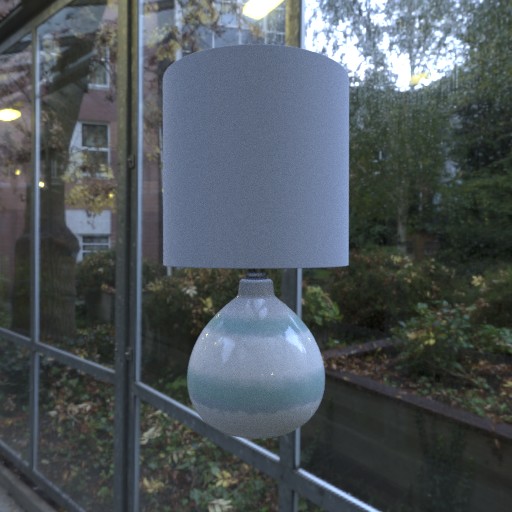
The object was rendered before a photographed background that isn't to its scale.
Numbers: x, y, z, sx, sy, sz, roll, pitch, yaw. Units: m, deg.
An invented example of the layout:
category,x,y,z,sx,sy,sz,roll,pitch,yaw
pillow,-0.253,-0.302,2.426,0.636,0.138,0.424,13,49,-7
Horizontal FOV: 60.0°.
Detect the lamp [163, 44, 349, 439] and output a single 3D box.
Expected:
category,x,y,z,sx,sy,sz,roll,pitch,yaw
lamp,0.000,0.000,0.529,0.217,0.404,0.217,0,1,-21
